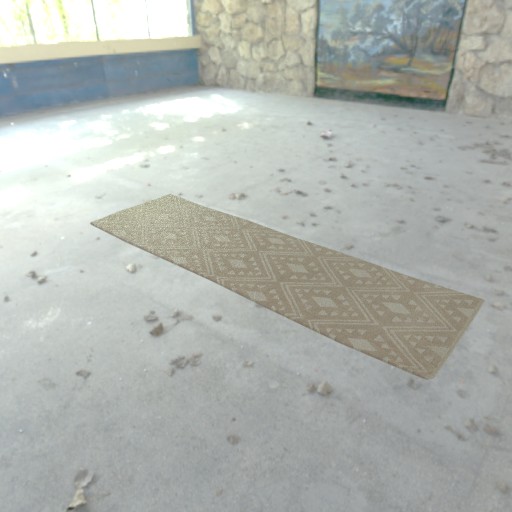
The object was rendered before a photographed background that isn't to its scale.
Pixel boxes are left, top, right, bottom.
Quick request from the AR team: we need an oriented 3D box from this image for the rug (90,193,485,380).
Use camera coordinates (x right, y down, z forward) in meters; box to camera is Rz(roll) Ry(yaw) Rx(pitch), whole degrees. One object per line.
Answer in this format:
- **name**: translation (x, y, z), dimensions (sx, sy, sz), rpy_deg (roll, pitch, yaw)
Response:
- **rug**: translation (0.000, 0.000, 2.726), dimensions (2.452, 0.051, 0.752), rpy_deg (22, 36, 34)
